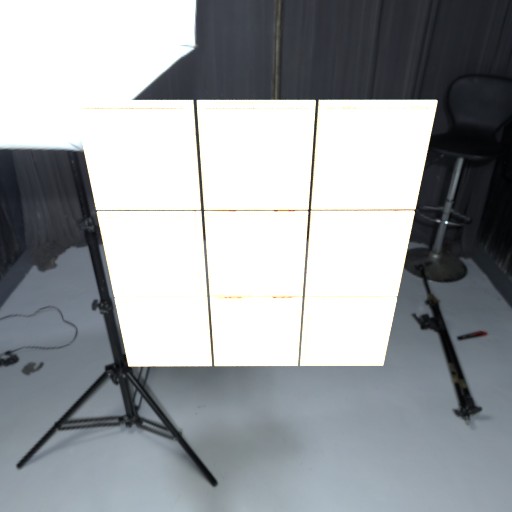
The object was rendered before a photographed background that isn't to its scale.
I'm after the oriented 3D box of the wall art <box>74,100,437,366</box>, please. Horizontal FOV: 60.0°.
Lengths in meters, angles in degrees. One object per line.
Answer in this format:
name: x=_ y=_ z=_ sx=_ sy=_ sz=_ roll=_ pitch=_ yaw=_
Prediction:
wall art: x=0.000 y=0.000 z=1.802 sx=1.214 sy=1.219 sz=0.013 roll=0 pitch=31 yaw=0
